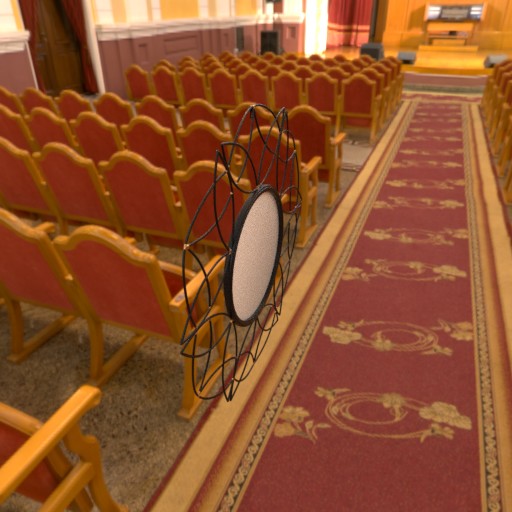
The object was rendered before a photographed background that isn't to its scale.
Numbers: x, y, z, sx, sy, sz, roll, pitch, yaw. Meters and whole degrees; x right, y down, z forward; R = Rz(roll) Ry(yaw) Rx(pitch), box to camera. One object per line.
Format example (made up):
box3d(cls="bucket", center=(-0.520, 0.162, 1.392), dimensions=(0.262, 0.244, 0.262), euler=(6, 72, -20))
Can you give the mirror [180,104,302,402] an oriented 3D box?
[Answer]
box3d(cls="mirror", center=(0.000, 0.000, 1.180), dimensions=(0.028, 0.775, 0.797), euler=(11, 32, 19))
